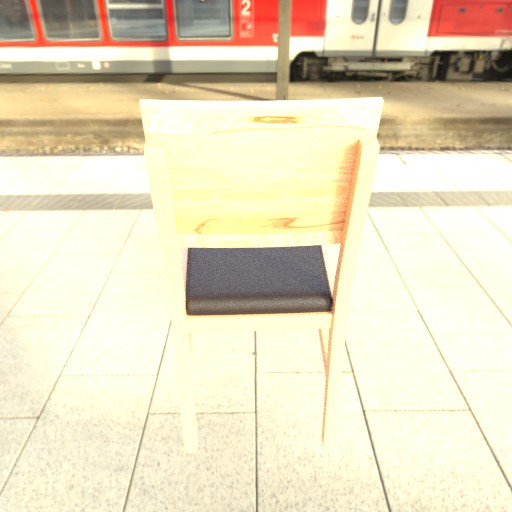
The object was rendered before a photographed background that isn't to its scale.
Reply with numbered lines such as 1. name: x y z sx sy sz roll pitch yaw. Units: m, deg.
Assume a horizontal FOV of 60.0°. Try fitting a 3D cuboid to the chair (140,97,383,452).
1. chair: 0.000 0.000 1.235 0.475 0.950 0.560 -1 31 -2
